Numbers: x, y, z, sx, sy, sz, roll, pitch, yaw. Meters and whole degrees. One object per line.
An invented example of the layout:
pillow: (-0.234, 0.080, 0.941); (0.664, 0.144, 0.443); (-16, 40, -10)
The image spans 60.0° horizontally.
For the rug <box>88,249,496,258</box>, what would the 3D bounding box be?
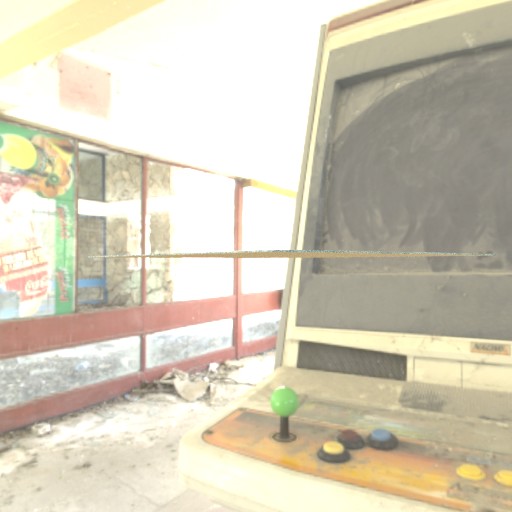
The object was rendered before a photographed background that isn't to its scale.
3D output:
rug: (0.000, 0.000, 2.183); (1.142, 0.006, 1.752); (1, -1, -35)
